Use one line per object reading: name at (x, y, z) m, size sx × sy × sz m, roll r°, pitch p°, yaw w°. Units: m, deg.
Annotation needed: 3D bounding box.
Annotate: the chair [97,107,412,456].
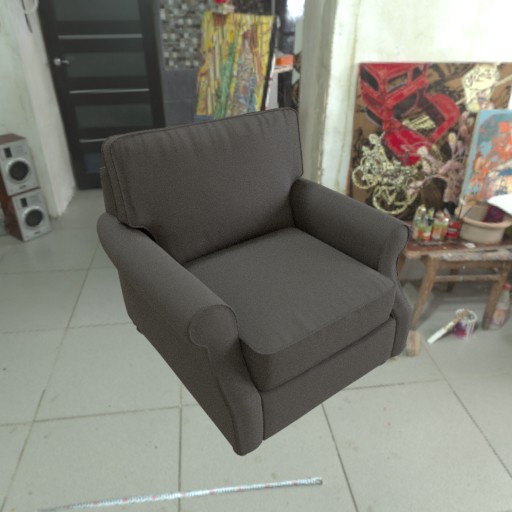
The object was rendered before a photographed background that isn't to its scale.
chair at (0.000, 0.000, 1.770) m, size 1.029 × 0.967 × 0.966 m, roll -21°, pitch 36°, yaw -31°
